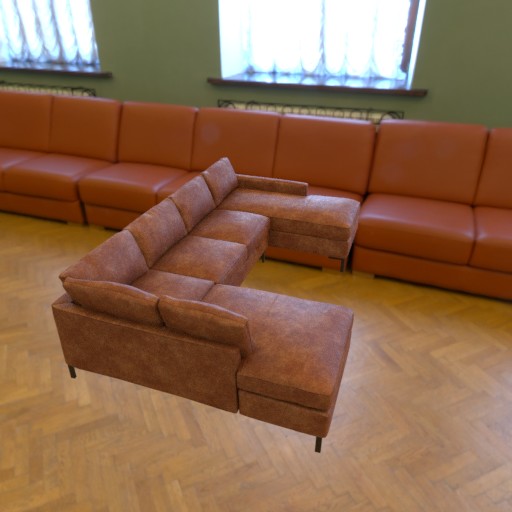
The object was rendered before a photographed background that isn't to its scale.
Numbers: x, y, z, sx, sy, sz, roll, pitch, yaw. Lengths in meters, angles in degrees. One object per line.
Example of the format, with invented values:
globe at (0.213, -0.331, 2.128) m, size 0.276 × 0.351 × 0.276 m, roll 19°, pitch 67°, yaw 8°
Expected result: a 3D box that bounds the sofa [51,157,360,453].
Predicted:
sofa at (0.000, 0.000, 3.972) m, size 1.939 × 0.900 × 2.956 m, roll 10°, pitch 31°, yaw 17°
